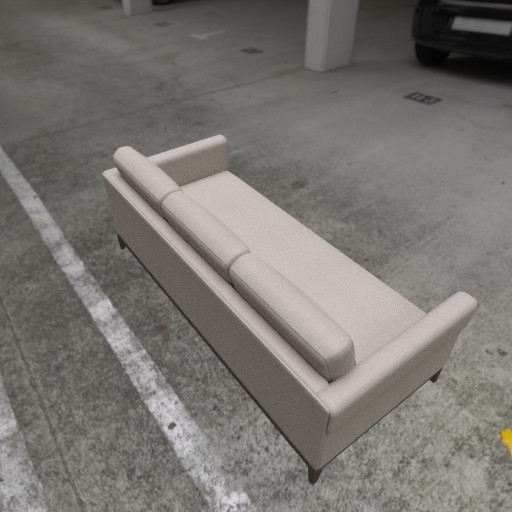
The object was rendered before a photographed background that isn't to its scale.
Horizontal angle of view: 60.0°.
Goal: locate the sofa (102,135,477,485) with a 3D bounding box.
[{"bbox_3d":[0.000,0.000,2.662,0.959,0.838,2.210,-26,47,-27],"label":"sofa"}]
